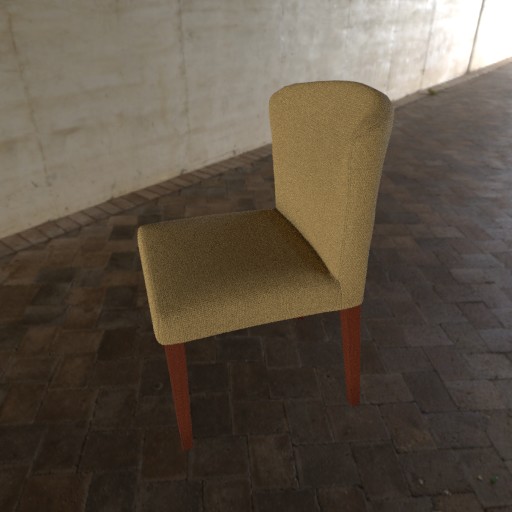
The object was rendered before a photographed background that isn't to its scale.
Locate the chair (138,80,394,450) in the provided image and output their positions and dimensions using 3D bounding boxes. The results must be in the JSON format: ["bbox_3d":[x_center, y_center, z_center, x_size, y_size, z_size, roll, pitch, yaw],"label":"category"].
[{"bbox_3d":[0.000,0.000,1.187,0.589,0.839,0.491,-9,32,-15],"label":"chair"}]
